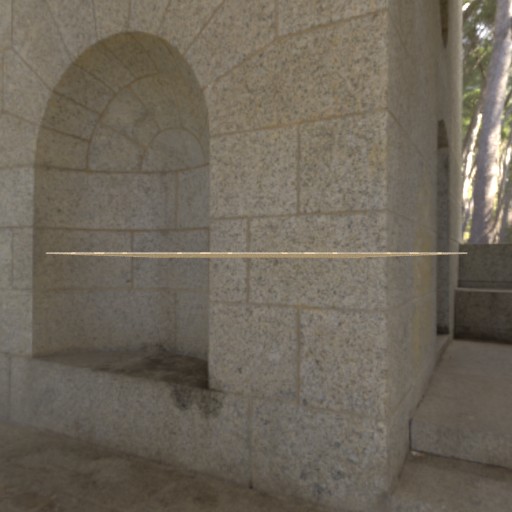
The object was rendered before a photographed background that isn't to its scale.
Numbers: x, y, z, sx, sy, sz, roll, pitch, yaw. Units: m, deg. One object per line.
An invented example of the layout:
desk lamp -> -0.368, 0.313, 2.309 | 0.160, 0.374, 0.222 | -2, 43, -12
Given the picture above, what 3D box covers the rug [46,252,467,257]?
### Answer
rug -> 0.000, 0.000, 3.847 | 2.283, 0.006, 2.892 | 0, -1, 0
